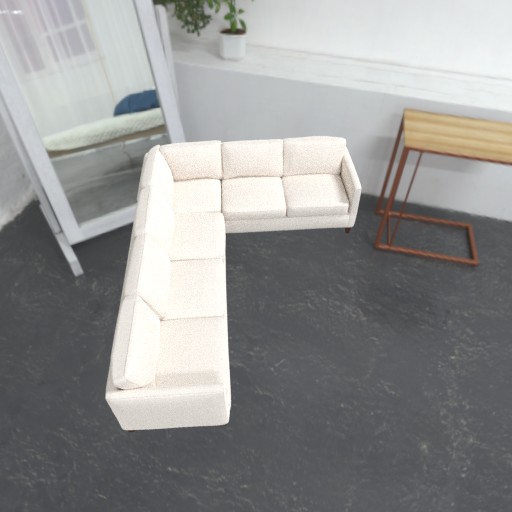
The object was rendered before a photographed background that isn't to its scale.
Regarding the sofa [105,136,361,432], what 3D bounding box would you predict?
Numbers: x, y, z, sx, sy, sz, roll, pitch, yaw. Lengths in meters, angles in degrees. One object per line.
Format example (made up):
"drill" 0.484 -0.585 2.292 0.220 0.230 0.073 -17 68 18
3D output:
"sofa" 0.000 0.000 4.679 2.593 0.947 3.302 -3 47 -3
